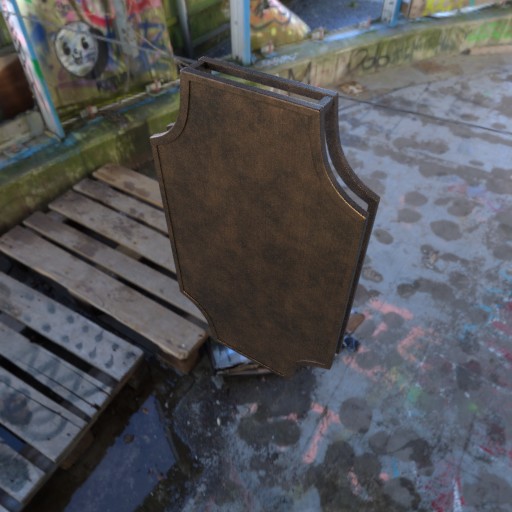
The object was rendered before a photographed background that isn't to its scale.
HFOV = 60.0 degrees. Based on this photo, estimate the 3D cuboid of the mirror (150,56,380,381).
[{"bbox_3d":[0.000,0.000,1.001,0.462,0.811,0.066,24,51,21],"label":"mirror"}]
